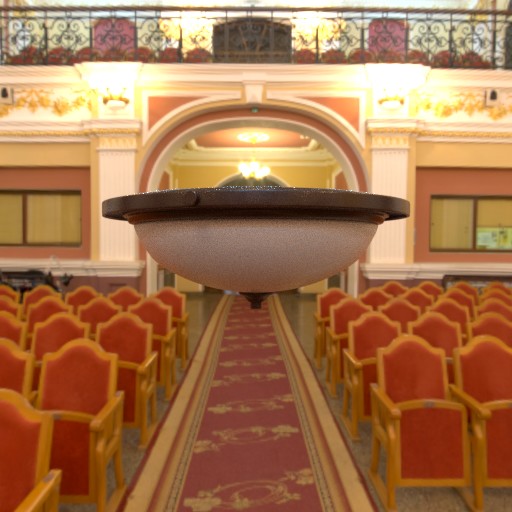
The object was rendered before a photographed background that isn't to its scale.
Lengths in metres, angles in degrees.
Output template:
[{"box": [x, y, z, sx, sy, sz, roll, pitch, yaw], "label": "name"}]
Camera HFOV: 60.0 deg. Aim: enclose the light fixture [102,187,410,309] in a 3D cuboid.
[{"box": [0.000, 0.000, 0.550, 0.361, 0.130, 0.361, 0, 1, 0], "label": "light fixture"}]
